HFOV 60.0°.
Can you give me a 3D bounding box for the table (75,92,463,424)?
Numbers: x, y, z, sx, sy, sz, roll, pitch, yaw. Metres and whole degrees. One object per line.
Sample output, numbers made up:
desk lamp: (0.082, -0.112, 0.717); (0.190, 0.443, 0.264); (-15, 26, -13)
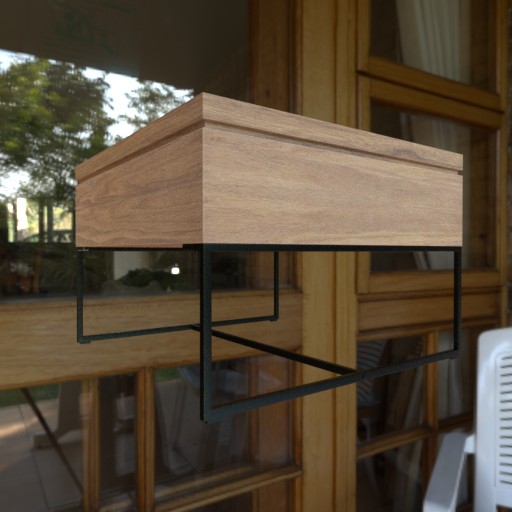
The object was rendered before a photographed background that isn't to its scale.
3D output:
table: (0.000, 0.000, 1.087); (0.676, 0.464, 0.679); (0, 1, -36)
